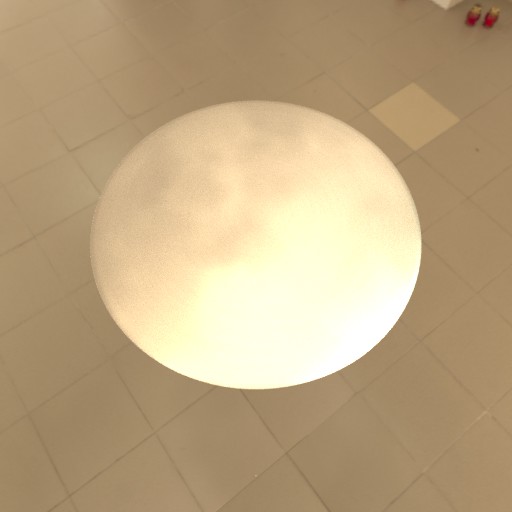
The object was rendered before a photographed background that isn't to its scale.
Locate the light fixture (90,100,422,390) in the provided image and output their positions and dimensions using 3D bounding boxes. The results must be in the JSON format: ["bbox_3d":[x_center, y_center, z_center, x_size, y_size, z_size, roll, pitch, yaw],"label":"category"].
[{"bbox_3d":[0.000,0.000,0.438,0.280,0.135,0.280,0,64,0],"label":"light fixture"}]
